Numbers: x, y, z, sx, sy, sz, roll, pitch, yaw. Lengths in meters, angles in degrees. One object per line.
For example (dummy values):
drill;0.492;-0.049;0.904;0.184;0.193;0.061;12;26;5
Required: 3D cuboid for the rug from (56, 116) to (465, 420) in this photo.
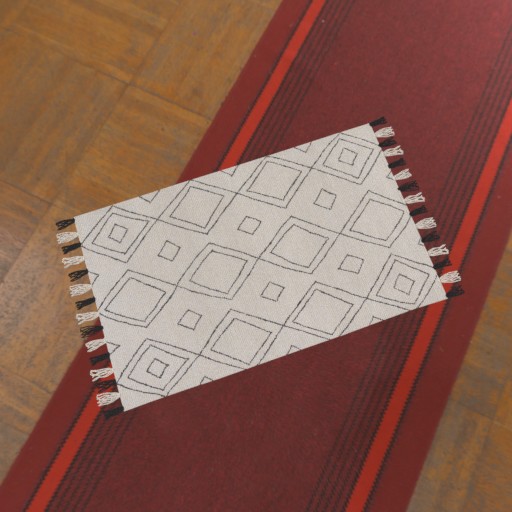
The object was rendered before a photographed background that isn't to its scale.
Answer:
rug;0.000;0.000;3.304;2.755;0.021;1.524;-18;77;-4
